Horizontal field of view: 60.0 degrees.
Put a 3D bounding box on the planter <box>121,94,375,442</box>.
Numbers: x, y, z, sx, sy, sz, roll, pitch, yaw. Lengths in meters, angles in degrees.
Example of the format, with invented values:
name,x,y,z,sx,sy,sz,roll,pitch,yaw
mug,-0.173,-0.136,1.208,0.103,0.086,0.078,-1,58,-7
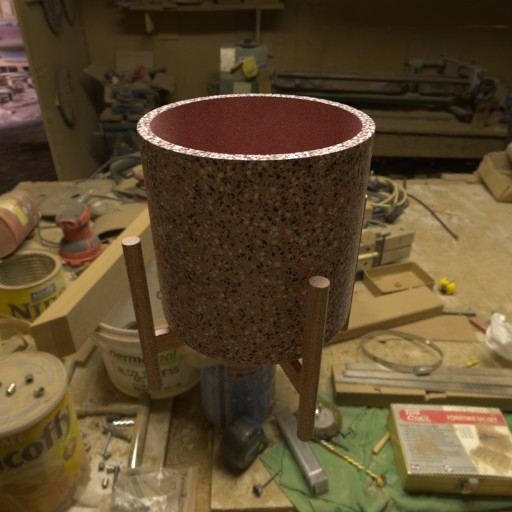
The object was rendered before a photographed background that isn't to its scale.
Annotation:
name,x,y,z,sx,sy,sz,roll,pitch,yaw
planter,0.000,0.000,0.688,0.360,0.419,0.360,-1,32,-1
